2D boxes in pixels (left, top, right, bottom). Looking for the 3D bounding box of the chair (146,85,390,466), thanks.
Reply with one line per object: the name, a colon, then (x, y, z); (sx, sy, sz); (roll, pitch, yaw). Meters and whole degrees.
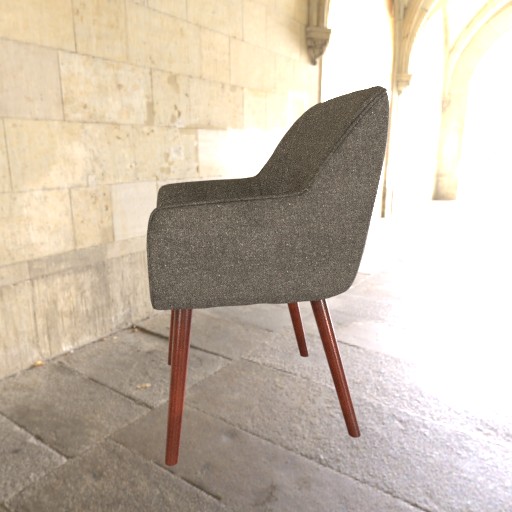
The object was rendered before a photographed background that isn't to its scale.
chair: (0.000, 0.000, 1.149); (0.519, 0.803, 0.543); (-2, 14, -10)
